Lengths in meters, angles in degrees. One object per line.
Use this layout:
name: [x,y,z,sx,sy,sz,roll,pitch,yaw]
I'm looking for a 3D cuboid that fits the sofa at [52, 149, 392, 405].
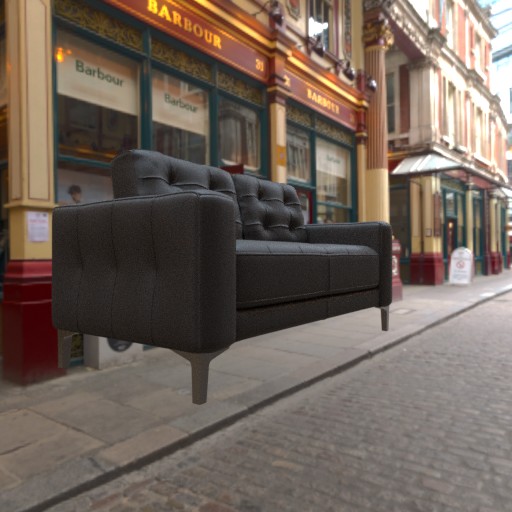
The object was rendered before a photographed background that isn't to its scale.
sofa: [0.000,0.000,2.219,0.833,0.893,1.726,0,0,36]
